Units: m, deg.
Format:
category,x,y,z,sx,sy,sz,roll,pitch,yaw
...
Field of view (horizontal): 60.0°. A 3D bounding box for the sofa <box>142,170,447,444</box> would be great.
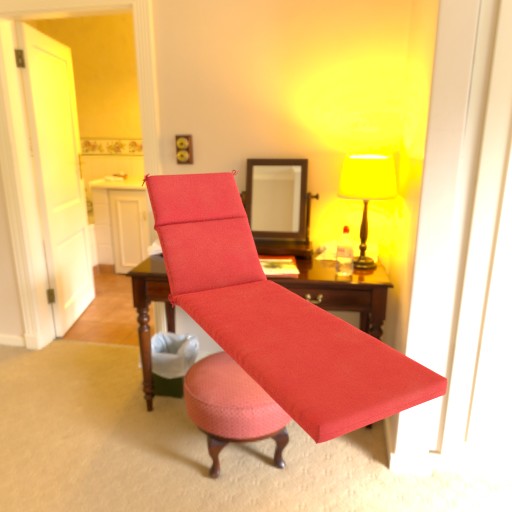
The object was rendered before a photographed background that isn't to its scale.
category,x,y,z,sx,sy,sz,roll,pitch,yaw
sofa,0.000,0.000,1.936,0.582,0.622,1.663,-8,17,-27
